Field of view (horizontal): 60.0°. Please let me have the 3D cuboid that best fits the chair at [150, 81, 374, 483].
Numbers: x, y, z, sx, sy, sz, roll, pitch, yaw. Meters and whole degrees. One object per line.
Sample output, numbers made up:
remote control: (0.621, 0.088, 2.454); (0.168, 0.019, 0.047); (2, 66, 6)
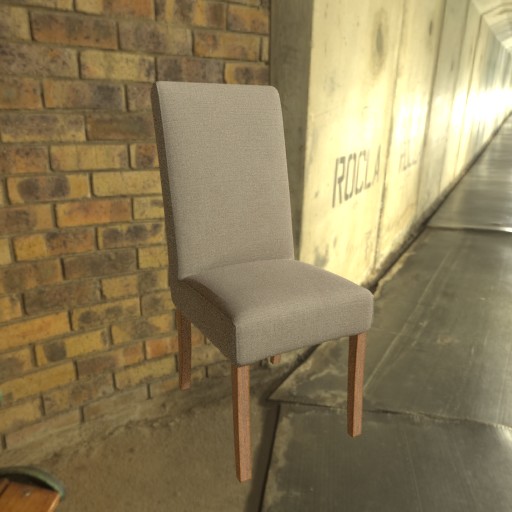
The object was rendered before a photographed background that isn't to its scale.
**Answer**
chair: (0.000, 0.000, 1.369); (0.450, 1.033, 0.611); (-9, 19, -27)
